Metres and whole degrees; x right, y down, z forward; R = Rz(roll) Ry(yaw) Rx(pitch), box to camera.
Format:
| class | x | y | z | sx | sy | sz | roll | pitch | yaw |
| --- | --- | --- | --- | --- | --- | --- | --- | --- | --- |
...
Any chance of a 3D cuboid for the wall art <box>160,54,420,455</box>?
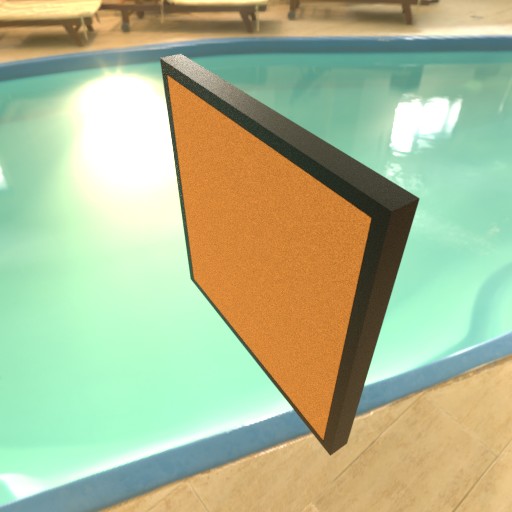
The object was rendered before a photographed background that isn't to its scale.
| class | x | y | z | sx | sy | sz | roll | pitch | yaw |
| --- | --- | --- | --- | --- | --- | --- | --- | --- | --- |
| wall art | 0.000 | 0.000 | 0.740 | 0.038 | 0.506 | 0.506 | -24 | 47 | -24 |
